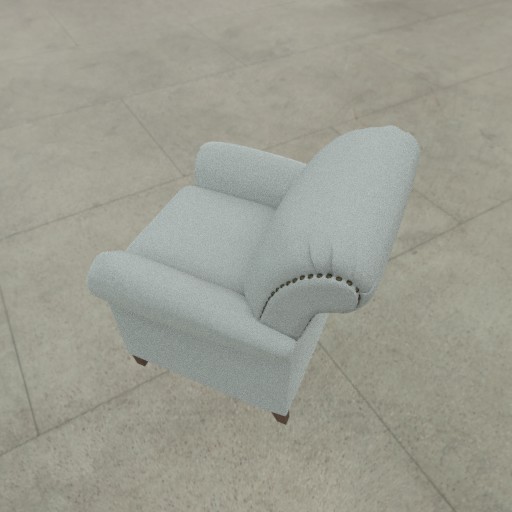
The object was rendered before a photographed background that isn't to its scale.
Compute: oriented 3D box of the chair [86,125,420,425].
[{"bbox_3d":[0.000,0.000,1.603,0.890,0.927,0.854,18,49,16],"label":"chair"}]
